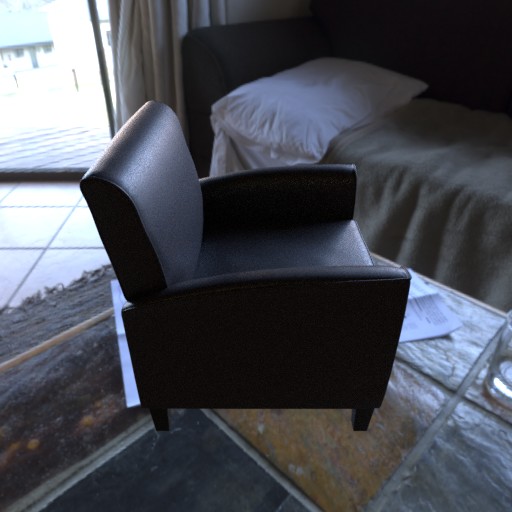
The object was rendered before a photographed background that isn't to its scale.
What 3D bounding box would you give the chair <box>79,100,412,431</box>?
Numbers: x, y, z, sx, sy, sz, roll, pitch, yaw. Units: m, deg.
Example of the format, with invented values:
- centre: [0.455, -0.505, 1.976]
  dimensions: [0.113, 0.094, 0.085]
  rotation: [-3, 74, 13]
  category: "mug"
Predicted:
- centre: [0.000, 0.000, 1.555]
  dimensions: [0.819, 0.916, 0.820]
  rotation: [0, 32, 0]
  category: "chair"
